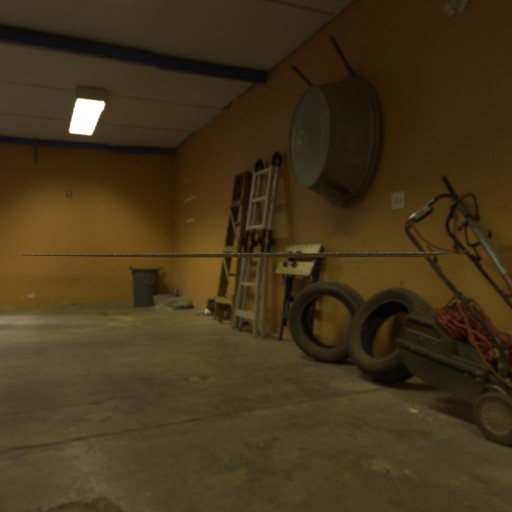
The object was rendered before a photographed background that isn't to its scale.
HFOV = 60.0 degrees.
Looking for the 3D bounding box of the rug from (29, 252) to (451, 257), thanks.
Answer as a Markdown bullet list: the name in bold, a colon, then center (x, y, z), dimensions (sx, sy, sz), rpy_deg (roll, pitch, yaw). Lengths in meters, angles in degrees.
- **rug**: center (0.000, 0.000, 4.204), dimensions (3.200, 0.007, 2.443), rpy_deg (0, -1, 19)
